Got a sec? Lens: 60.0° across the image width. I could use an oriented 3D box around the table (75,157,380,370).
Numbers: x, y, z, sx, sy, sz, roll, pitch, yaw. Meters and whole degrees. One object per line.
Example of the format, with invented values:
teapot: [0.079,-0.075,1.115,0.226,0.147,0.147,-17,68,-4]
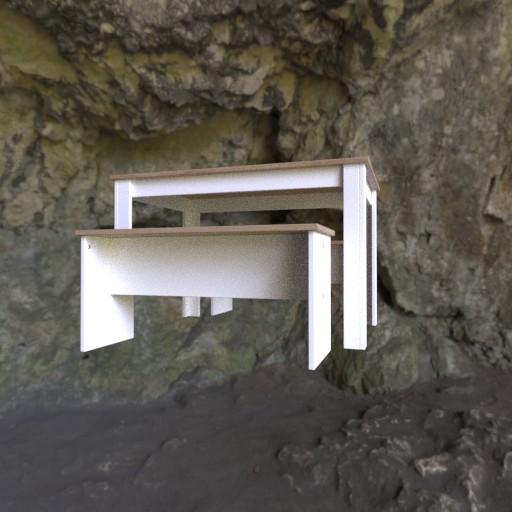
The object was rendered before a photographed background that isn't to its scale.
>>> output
table: [0.000,0.000,2.110,1.100,0.700,1.443,0,-1,19]
